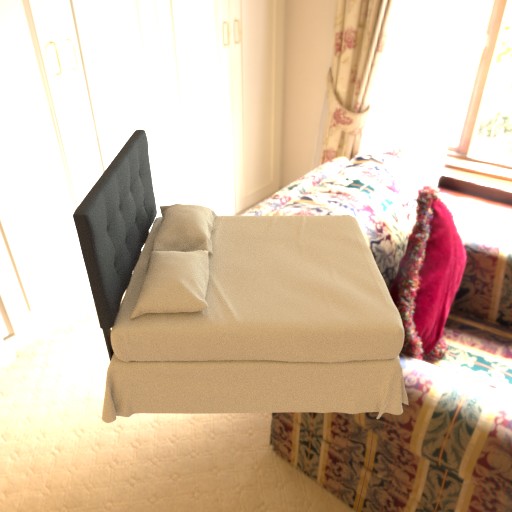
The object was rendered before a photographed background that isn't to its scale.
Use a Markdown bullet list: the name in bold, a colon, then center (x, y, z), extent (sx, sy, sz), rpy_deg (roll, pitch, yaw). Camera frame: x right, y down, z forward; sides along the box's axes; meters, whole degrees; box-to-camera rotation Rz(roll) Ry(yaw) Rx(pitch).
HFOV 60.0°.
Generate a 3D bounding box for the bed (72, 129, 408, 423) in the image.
- **bed**: center (0.000, 0.000, 3.543), extent (2.222, 1.577, 1.936), rpy_deg (0, 32, 0)
